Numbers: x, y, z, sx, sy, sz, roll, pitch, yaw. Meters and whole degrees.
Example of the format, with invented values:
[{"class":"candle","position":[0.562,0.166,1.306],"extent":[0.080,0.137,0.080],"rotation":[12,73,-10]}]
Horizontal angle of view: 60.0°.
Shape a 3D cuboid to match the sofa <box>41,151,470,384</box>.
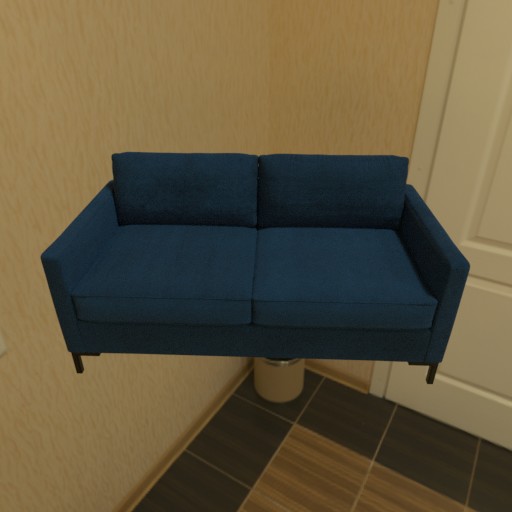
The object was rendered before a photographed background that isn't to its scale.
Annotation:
[{"class":"sofa","position":[0.000,0.000,2.140],"extent":[1.676,0.817,0.875],"rotation":[1,30,2]}]
